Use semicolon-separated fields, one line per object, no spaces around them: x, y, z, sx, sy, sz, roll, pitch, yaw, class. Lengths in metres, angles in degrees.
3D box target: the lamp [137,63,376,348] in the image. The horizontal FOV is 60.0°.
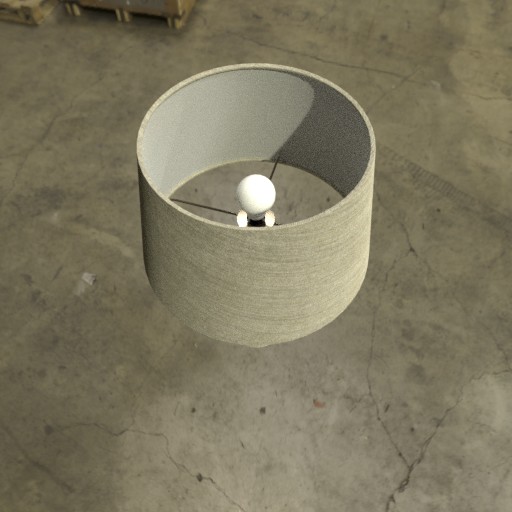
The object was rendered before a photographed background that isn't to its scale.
0.000;0.000;0.818;0.390;0.580;0.390;0;57;0;lamp
